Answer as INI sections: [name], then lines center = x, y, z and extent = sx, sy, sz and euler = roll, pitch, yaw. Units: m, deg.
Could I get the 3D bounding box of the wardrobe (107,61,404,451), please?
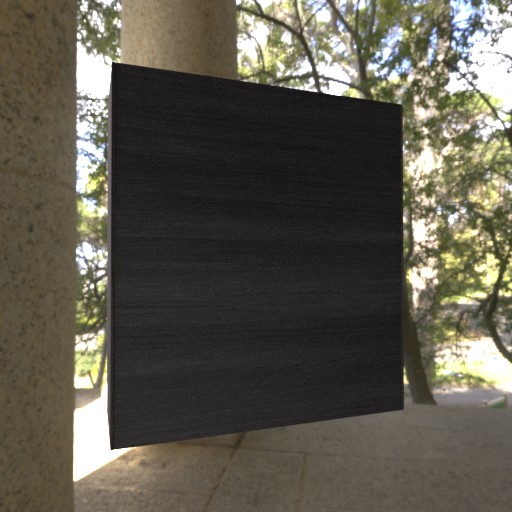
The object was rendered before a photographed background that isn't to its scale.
[wardrobe]
center = 0.000, 0.000, 2.824
extent = 1.780, 1.960, 0.629
euler = 0, -1, -20
